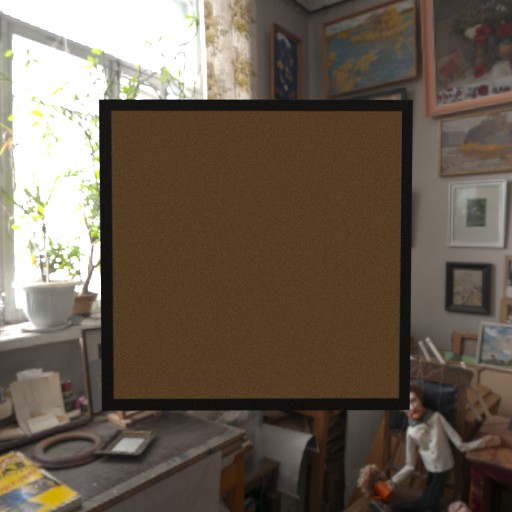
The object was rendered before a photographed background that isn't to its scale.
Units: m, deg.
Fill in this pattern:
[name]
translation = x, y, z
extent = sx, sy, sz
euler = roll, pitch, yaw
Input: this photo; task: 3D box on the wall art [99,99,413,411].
[wall art]
translation = 0.000, 0.000, 0.451
extent = 0.304, 0.304, 0.038
euler = 0, 2, 0
